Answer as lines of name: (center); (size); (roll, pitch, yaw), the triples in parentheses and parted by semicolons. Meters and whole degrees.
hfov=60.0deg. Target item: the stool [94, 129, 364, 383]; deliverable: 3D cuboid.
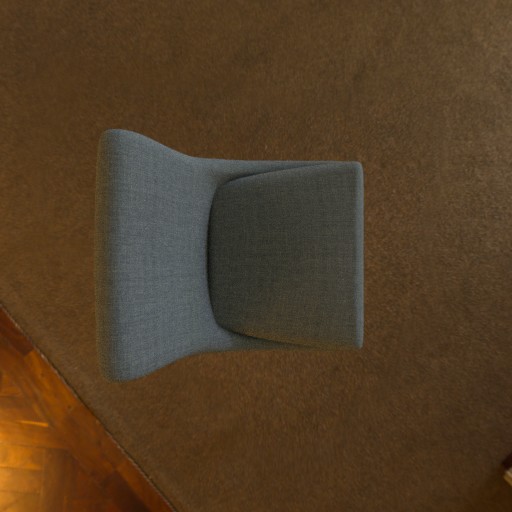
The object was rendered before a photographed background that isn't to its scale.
stool: (0.000, 0.000, 1.157); (0.524, 0.895, 0.467); (0, 90, 1)
